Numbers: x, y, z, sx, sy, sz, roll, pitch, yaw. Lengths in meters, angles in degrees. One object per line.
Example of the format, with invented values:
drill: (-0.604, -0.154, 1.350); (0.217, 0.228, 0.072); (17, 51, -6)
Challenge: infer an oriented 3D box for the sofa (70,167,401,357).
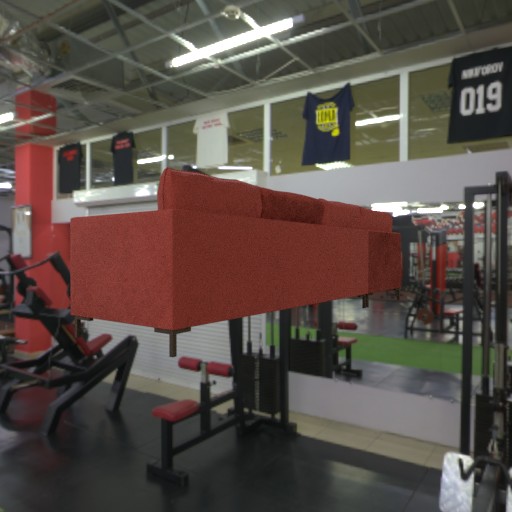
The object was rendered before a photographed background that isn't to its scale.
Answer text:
sofa: (0.000, 0.000, 3.958); (1.500, 0.967, 3.400); (0, 0, 37)
